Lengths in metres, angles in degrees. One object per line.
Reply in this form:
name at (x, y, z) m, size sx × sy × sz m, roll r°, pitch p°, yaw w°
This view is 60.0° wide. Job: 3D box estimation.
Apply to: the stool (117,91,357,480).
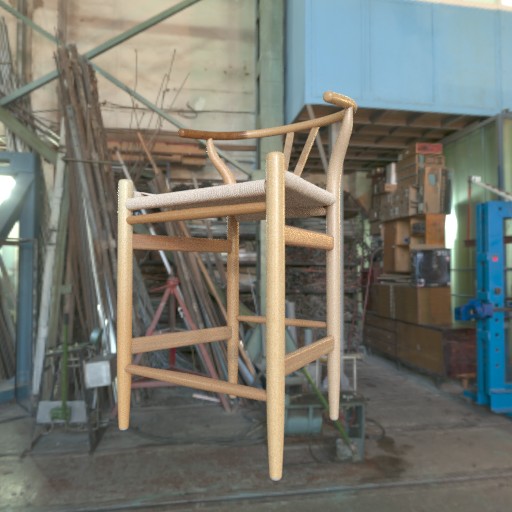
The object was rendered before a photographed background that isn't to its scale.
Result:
stool at (0.000, 0.000, 1.270) m, size 0.536 × 0.923 × 0.575 m, roll -1°, pitch -2°, yaw 35°
